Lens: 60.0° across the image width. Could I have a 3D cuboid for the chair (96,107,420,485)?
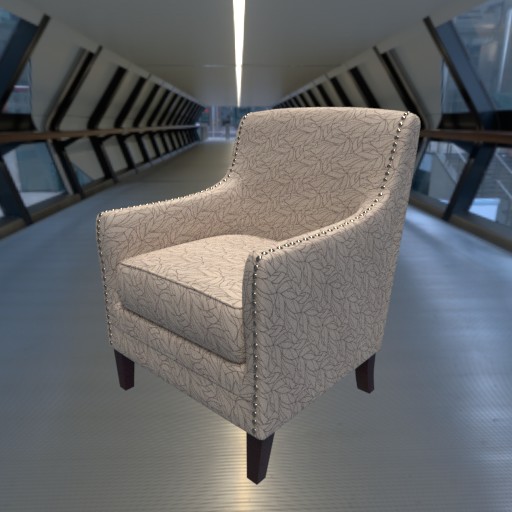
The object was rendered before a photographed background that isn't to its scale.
[{"bbox_3d":[0.000,0.000,1.271,0.623,0.816,0.651,15,23,40],"label":"chair"}]
